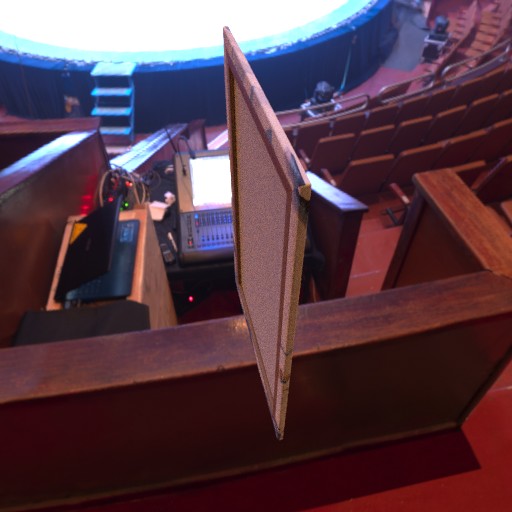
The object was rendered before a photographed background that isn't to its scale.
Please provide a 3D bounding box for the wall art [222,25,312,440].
[{"bbox_3d":[0.000,0.000,1.143,0.016,0.914,0.610,-10,47,-9],"label":"wall art"}]
